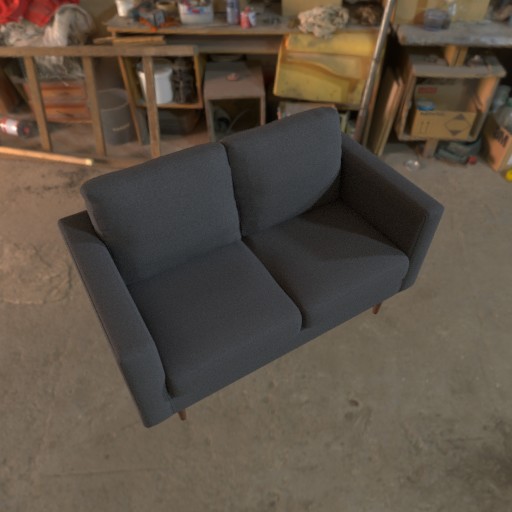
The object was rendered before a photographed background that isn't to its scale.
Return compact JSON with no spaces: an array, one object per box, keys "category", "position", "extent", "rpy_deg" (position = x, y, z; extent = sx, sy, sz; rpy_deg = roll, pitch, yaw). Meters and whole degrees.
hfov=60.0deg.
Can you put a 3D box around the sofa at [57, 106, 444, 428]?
[{"category":"sofa","position":[0.000,0.000,1.986],"extent":[1.430,0.908,0.796],"rpy_deg":[-24,51,-21]}]
